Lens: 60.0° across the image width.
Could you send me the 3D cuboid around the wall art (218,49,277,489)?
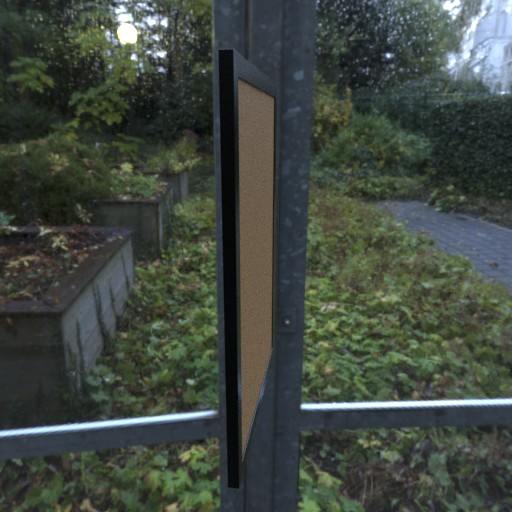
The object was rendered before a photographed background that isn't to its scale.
[{"bbox_3d":[0.000,0.000,0.850,0.019,0.656,0.462,3,16,9],"label":"wall art"}]
